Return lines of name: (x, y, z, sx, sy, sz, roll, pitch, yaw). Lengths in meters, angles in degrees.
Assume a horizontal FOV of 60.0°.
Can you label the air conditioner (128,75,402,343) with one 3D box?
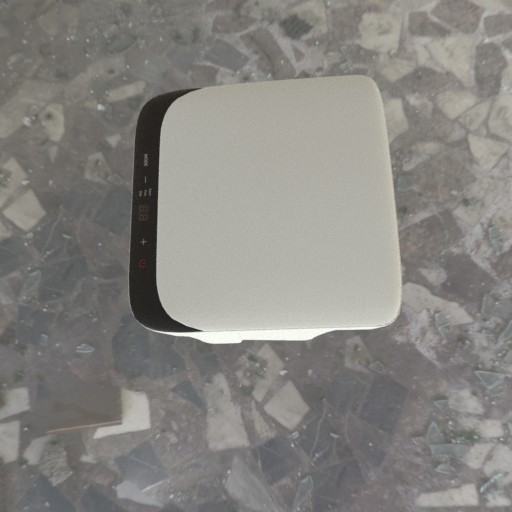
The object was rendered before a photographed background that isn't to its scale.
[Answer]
air conditioner: (0.000, 0.000, 0.915, 0.369, 0.716, 0.352, -1, 76, 0)
